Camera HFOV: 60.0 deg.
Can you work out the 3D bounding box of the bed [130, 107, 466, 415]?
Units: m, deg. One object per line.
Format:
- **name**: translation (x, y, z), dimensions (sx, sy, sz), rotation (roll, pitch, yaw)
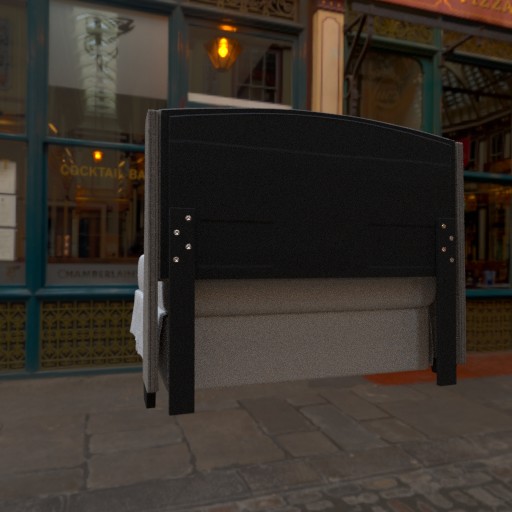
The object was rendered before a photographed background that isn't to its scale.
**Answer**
- **bed**: translation (0.000, 0.000, 3.213), dimensions (1.710, 1.407, 2.237), rotation (0, -1, -18)
